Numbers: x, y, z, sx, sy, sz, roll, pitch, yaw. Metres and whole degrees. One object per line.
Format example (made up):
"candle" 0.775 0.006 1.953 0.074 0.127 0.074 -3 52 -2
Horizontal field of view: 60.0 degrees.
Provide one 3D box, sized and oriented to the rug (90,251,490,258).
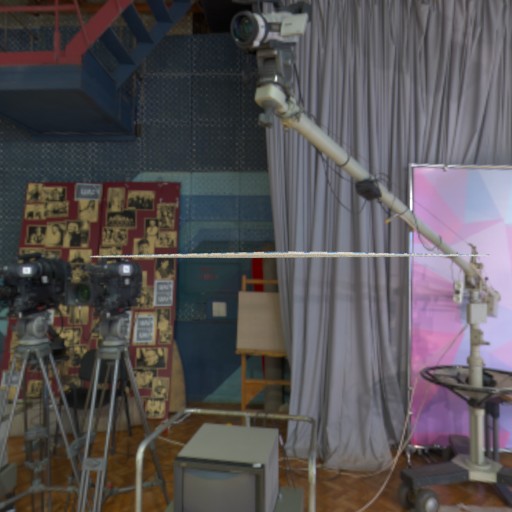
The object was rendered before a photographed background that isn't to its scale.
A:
"rug" 0.000 0.000 3.042 1.520 0.011 2.447 0 -1 -37
